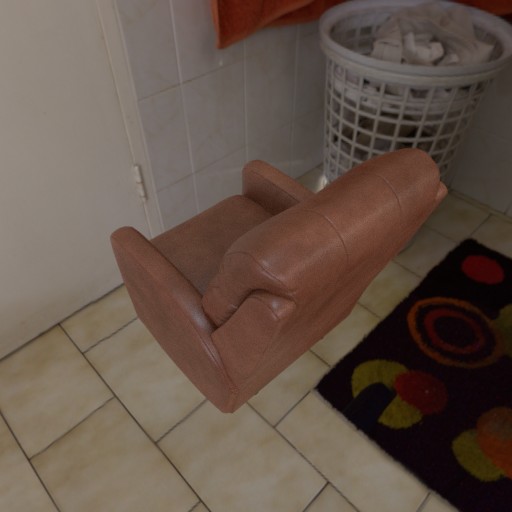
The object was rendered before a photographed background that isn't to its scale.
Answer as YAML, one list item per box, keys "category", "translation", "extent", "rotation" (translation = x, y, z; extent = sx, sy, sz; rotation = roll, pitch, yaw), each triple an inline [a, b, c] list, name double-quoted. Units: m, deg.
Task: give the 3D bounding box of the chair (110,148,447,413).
- category: "chair"
  translation: [0.000, 0.000, 1.681]
  extent: [0.787, 1.016, 0.939]
  rotation: [-33, 54, -28]
